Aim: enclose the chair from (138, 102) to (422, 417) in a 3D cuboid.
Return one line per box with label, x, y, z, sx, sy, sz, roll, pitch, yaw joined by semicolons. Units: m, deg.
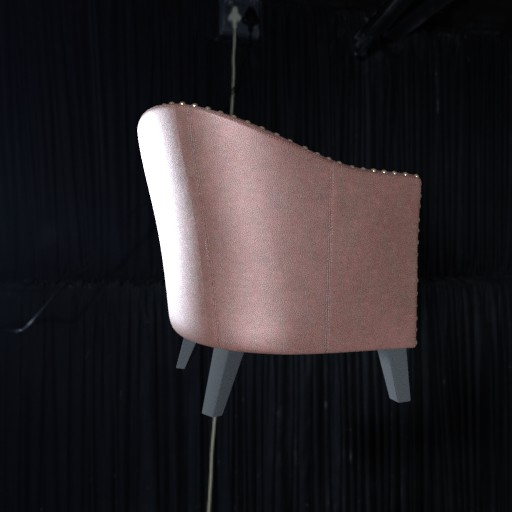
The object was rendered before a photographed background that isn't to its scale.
chair;0.000;0.000;1.452;0.748;0.823;0.794;0;0;-18
